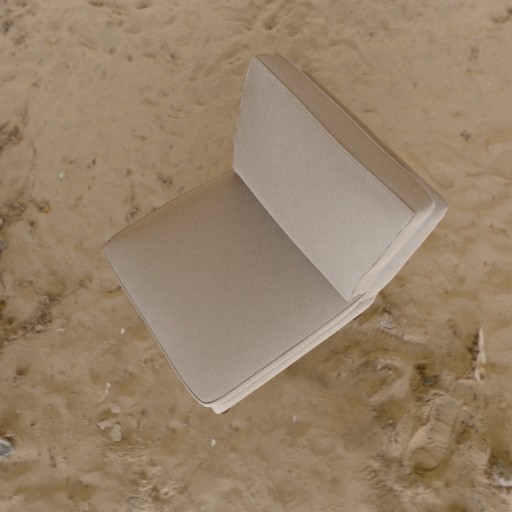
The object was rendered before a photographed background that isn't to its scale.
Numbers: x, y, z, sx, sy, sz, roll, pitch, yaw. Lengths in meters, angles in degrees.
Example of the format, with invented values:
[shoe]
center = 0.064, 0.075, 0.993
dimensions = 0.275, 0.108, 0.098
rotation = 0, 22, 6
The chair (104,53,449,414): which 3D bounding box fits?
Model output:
[chair]
center = 0.000, 0.000, 1.621
dimensions = 0.912, 1.052, 0.724
rotation = -33, 69, -15
